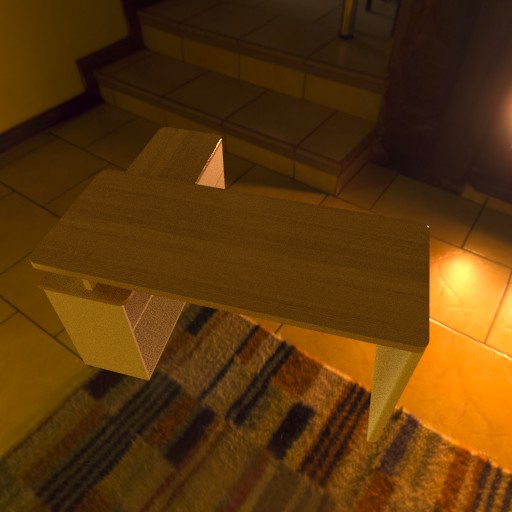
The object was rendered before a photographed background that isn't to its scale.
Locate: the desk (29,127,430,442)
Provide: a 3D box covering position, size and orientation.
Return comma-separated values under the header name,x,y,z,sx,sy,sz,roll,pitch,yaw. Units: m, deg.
name,x,y,z,sx,sy,sz,roll,pitch,yaw
desk,0.000,0.000,2.130,1.400,0.770,1.175,11,48,10
